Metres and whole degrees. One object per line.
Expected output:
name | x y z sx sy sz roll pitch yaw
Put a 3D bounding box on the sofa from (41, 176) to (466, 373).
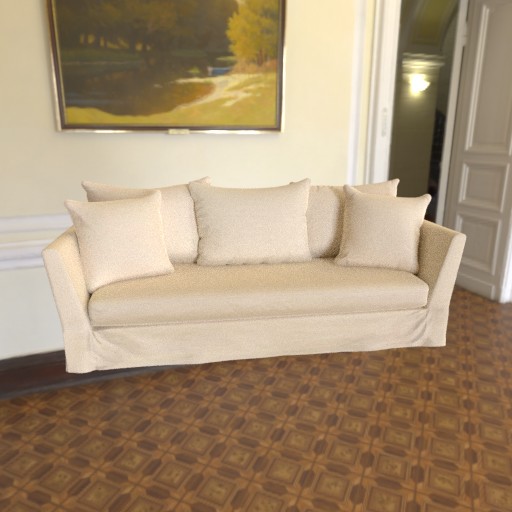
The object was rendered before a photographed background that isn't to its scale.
sofa | 0.000 0.000 3.080 2.484 1.042 1.030 -2 16 -8
